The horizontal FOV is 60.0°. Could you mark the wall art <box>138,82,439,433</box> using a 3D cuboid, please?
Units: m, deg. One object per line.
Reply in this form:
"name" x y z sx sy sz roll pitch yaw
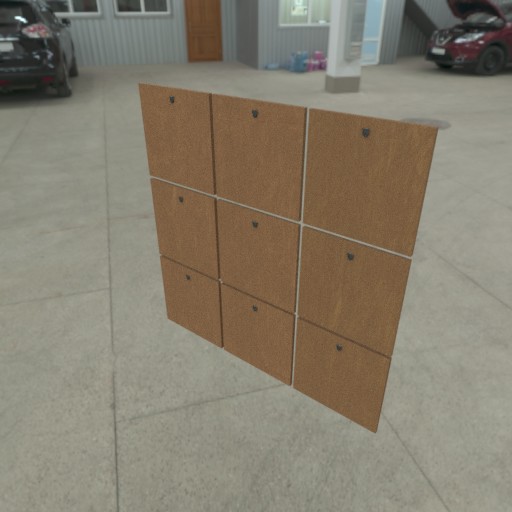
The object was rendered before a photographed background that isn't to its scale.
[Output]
"wall art" 0.000 0.000 1.354 0.915 0.913 0.018 21 36 32
